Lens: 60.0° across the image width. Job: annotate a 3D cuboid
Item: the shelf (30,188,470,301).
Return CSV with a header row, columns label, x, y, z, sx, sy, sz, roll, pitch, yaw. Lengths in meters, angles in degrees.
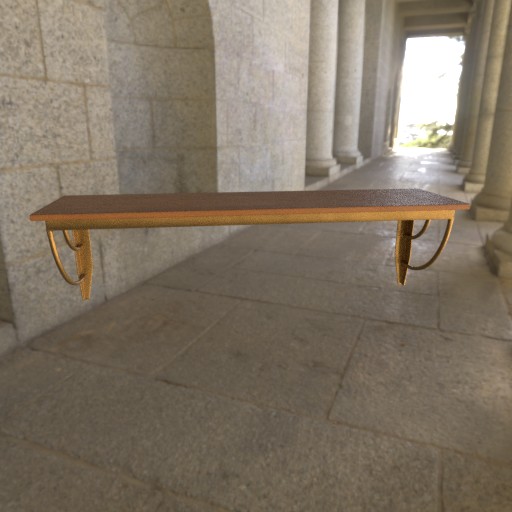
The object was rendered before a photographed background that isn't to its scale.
label,x,y,z,sx,sy,sz,roll,pitch,yaw
shelf,0.000,0.000,0.741,0.636,0.190,0.166,-2,17,-7
